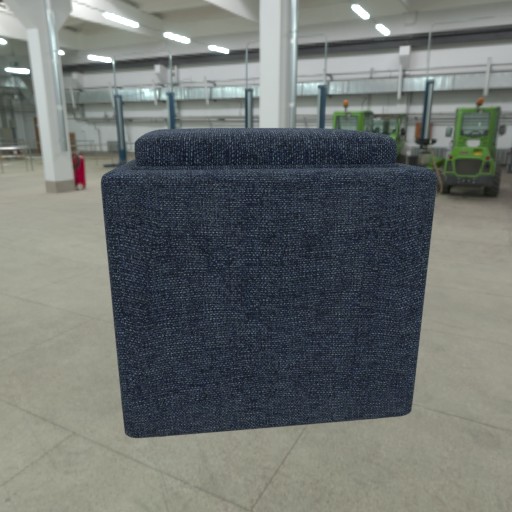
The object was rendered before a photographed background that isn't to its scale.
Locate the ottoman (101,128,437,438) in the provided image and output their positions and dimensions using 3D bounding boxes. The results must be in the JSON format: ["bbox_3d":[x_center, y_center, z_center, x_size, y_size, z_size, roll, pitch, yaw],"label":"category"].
[{"bbox_3d":[0.000,0.000,0.828,0.450,0.460,0.450,-2,16,-7],"label":"ottoman"}]
